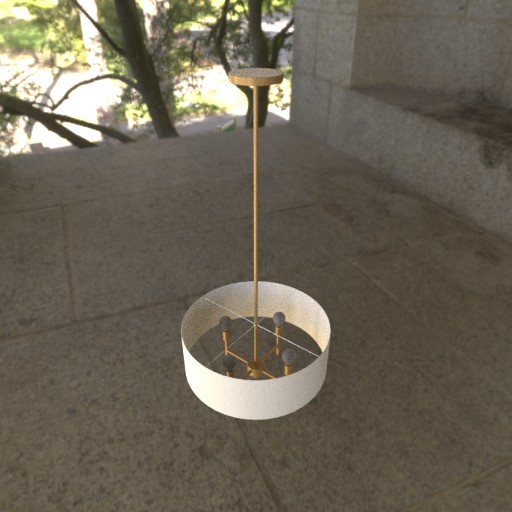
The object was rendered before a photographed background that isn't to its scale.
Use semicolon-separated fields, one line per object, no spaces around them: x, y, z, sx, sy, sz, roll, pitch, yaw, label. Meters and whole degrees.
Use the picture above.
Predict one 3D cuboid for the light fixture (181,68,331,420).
0.000;0.000;1.375;0.508;1.067;0.508;0;32;0;light fixture
